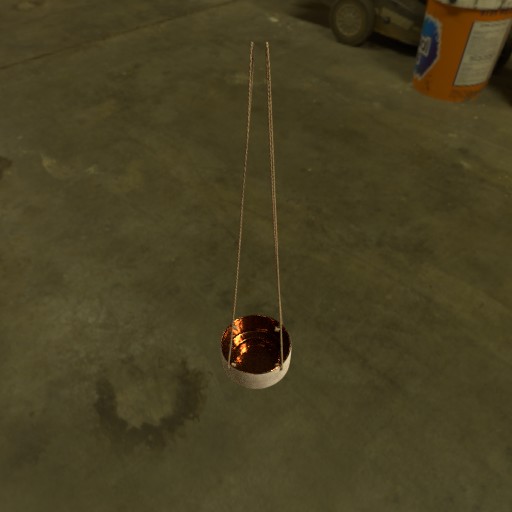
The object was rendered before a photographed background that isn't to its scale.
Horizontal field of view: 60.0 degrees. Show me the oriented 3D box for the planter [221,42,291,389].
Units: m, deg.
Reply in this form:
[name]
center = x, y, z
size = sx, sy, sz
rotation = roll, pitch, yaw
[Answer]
[planter]
center = 0.000, 0.000, 1.114
size = 0.223, 1.030, 0.223
rotation = 1, 46, 1
